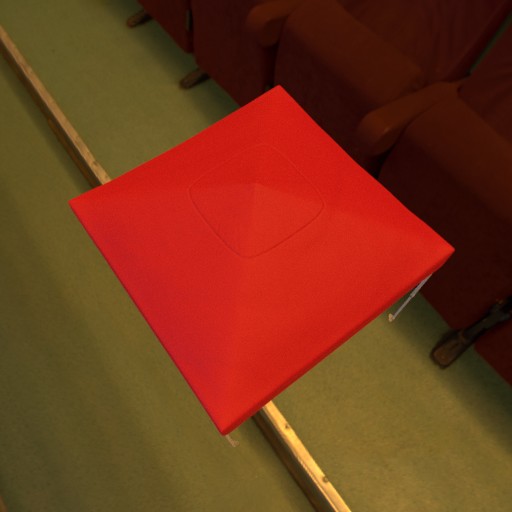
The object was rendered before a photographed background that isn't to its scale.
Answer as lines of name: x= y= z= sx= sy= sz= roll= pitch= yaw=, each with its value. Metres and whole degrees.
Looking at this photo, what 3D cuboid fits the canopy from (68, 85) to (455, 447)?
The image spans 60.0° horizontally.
canopy: x=0.000 y=0.000 z=5.417 sx=2.998 sy=2.997 sz=2.996 roll=-34 pitch=68 yaw=-16
